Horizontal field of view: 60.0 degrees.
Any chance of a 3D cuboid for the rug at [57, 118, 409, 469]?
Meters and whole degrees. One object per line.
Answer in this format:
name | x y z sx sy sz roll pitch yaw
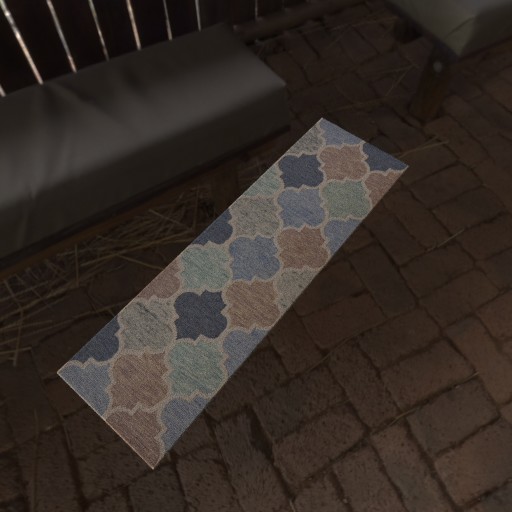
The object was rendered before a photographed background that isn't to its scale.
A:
rug | 0.000 0.000 2.532 0.687 0.011 2.287 35 66 18
